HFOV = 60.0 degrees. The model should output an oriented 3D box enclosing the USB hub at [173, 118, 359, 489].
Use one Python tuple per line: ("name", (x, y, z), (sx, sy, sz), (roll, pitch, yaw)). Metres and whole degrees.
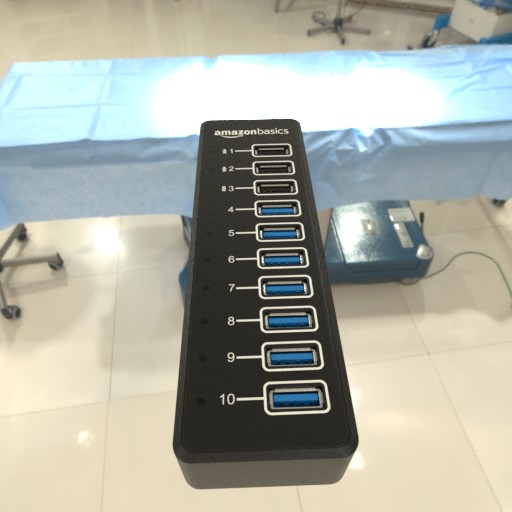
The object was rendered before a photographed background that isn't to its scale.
("USB hub", (0.000, 0.000, 0.158), (0.044, 0.023, 0.145), (-2, 48, -1))
